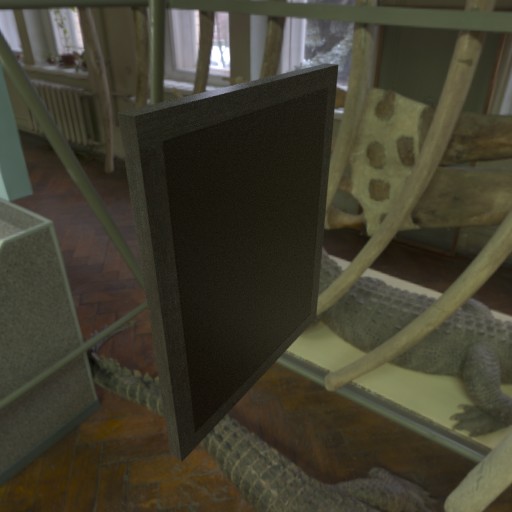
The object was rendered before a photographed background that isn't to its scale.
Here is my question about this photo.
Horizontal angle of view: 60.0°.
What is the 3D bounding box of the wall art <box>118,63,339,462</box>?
[{"bbox_3d":[0.000,0.000,0.786,0.027,0.580,0.479,20,36,30],"label":"wall art"}]
